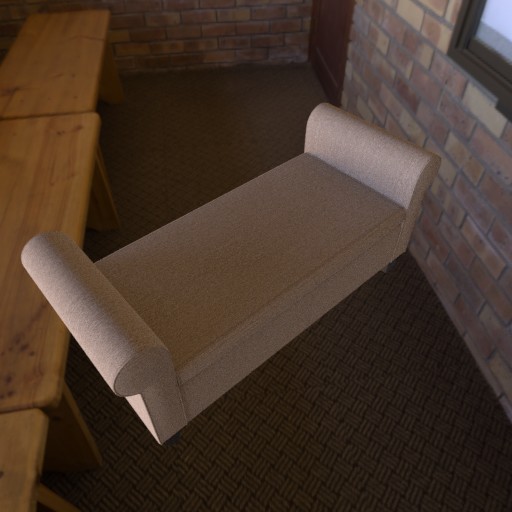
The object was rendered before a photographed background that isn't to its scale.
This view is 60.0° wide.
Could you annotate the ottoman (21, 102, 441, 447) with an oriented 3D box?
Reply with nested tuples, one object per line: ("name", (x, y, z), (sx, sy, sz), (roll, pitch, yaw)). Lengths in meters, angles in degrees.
("ottoman", (0.000, 0.000, 1.512), (1.256, 0.547, 0.521), (-32, 54, -28))
